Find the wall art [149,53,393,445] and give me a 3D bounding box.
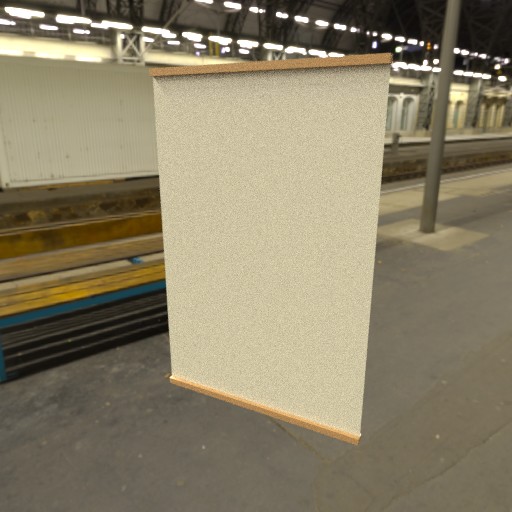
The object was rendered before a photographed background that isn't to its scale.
[{"bbox_3d":[0.000,0.000,1.266,0.669,1.020,0.027,9,19,27],"label":"wall art"}]
